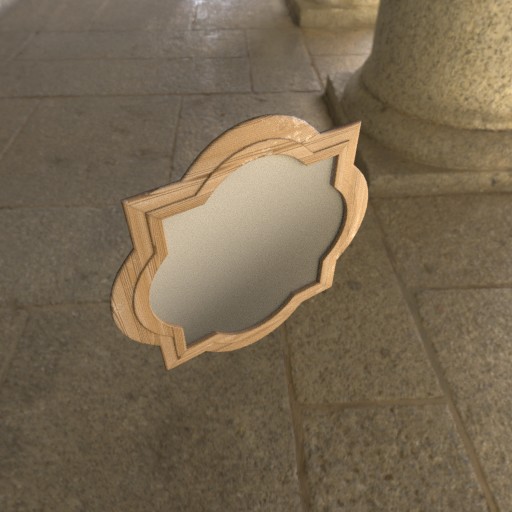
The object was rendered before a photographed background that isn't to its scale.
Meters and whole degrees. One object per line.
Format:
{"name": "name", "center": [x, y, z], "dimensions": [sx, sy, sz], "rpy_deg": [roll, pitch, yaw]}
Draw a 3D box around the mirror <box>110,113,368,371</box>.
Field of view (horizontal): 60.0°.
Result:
{"name": "mirror", "center": [0.000, 0.000, 1.056], "dimensions": [0.686, 0.686, 0.019], "rpy_deg": [-24, 49, -22]}
